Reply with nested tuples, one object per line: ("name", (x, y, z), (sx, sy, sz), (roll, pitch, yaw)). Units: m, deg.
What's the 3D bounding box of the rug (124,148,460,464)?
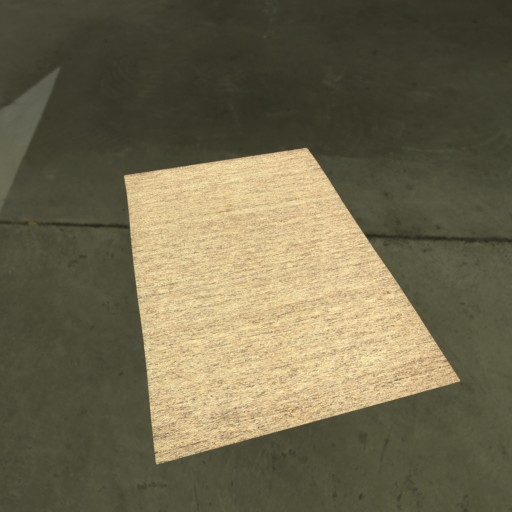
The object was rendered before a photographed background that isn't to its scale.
("rug", (0.000, 0.000, 2.889), (1.547, 0.013, 2.283), (-11, 46, -11))
